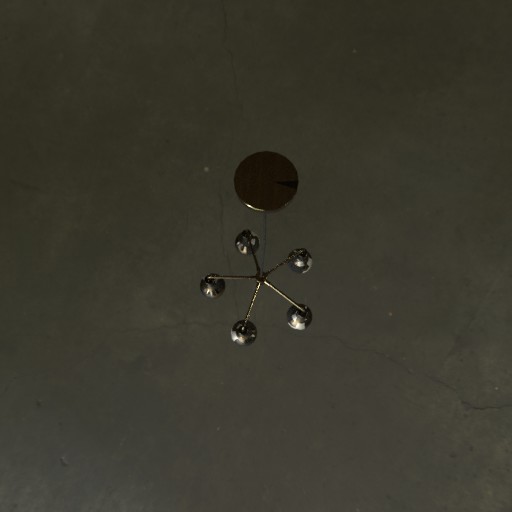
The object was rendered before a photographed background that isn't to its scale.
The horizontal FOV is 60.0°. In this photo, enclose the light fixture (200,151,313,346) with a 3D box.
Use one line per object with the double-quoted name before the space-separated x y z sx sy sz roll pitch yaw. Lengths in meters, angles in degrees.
"light fixture" 0.000 0.000 1.227 0.421 0.988 0.438 1 75 0
